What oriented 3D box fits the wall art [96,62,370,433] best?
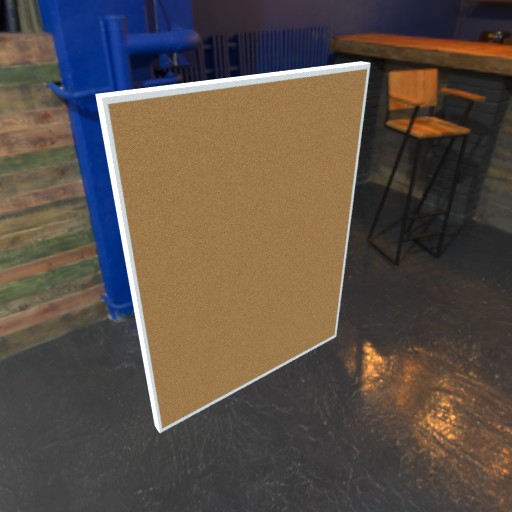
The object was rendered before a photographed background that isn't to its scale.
[{"bbox_3d":[0.000,0.000,1.378,0.795,1.050,0.039,-21,37,-30],"label":"wall art"}]
